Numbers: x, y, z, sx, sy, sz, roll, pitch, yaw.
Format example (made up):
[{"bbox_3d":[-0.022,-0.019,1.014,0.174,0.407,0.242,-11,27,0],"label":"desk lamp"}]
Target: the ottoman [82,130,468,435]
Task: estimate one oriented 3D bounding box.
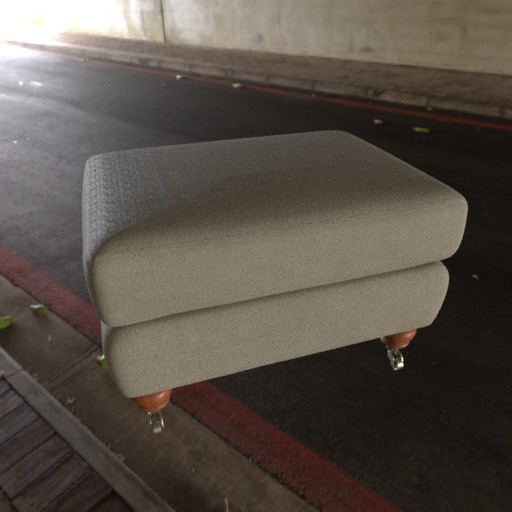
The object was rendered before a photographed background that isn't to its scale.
[{"bbox_3d":[0.000,0.000,1.122,0.773,0.504,0.569,-10,32,-16],"label":"ottoman"}]
